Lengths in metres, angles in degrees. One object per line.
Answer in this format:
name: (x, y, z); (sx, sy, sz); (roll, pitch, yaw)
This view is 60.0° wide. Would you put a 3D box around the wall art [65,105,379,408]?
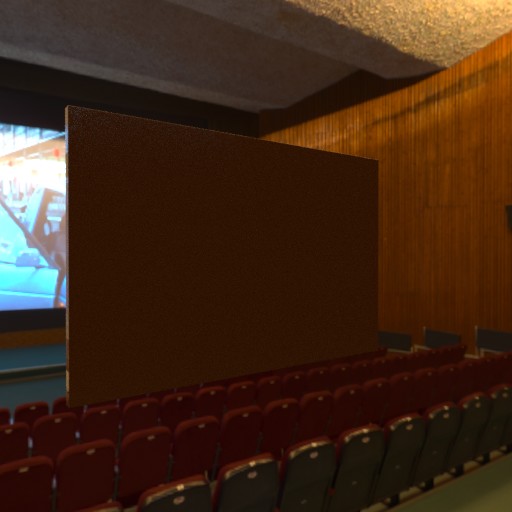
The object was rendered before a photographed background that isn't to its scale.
wall art: (0.000, 0.000, 1.166); (0.932, 0.610, 0.027); (0, 1, -34)
